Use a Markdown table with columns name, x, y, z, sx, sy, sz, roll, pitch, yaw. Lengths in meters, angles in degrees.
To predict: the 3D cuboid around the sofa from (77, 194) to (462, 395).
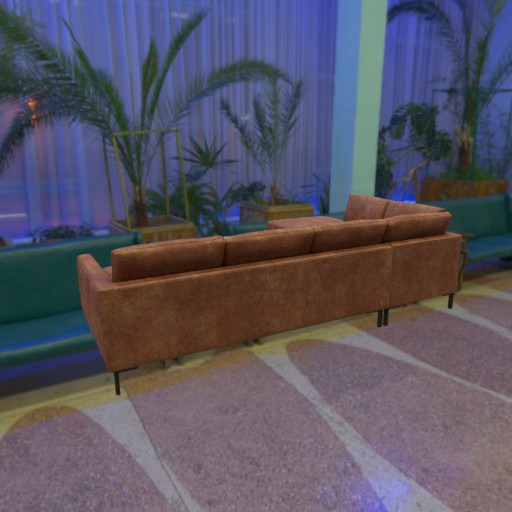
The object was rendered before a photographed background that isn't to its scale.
| name | x | y | z | sx | sy | sz | roll | pitch | yaw |
| --- | --- | --- | --- | --- | --- | --- | --- | --- | --- |
| sofa | 0.000 | 0.000 | 3.916 | 2.984 | 0.877 | 1.938 | -8 | 17 | -27 |
